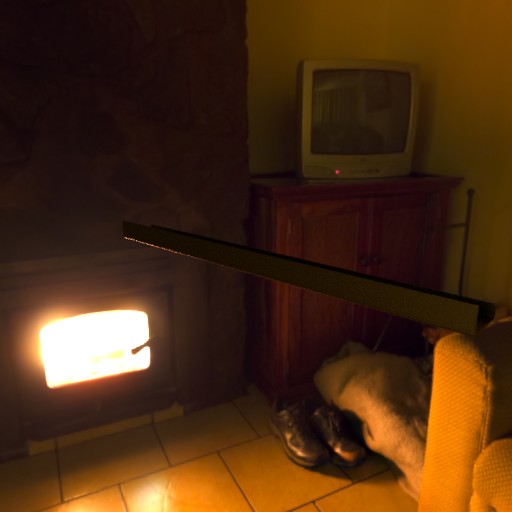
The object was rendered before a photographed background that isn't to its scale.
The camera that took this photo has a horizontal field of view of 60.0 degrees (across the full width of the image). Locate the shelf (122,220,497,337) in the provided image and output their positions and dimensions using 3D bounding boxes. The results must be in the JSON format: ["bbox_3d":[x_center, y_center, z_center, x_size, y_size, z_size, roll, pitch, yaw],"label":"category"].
[{"bbox_3d":[0.000,0.000,0.950,0.924,0.049,0.092,14,20,41],"label":"shelf"}]
